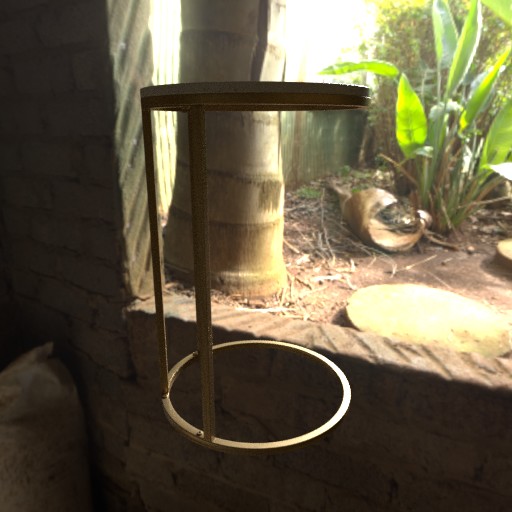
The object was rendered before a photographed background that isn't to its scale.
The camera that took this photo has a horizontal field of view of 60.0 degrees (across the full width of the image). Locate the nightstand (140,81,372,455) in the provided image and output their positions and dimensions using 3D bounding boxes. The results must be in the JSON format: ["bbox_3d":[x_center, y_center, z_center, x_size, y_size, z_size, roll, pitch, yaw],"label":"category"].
[{"bbox_3d":[0.000,0.000,0.874,0.400,0.610,0.400,-3,17,-9],"label":"nightstand"}]
